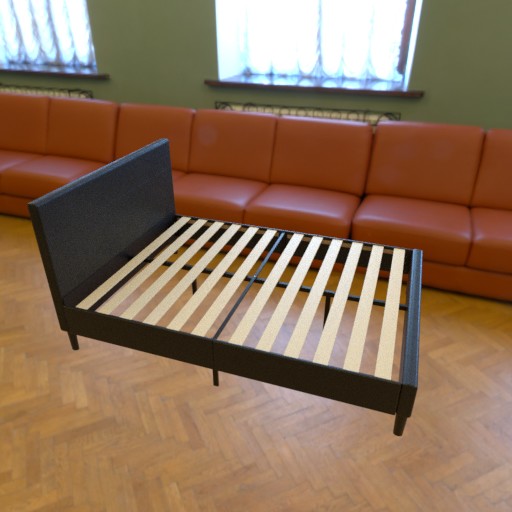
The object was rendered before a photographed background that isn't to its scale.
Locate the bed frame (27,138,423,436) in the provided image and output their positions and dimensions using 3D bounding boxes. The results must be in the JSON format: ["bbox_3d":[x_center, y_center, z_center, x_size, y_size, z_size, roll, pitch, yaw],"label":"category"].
[{"bbox_3d":[0.000,0.000,2.969,2.152,1.046,1.469,10,31,17],"label":"bed frame"}]
